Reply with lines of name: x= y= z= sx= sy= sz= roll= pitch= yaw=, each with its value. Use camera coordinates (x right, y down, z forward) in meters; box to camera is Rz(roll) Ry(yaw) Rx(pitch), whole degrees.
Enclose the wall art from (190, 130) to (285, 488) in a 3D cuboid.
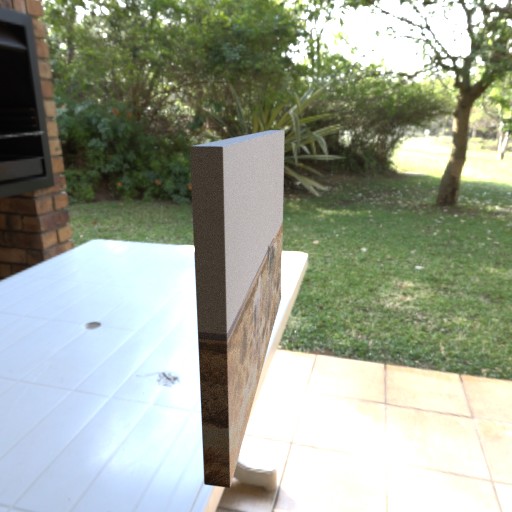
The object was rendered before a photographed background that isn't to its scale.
wall art: x=0.000 y=0.000 z=1.158 sx=0.050 sy=0.610 sz=0.914 roll=3 pitch=17 yaw=9
